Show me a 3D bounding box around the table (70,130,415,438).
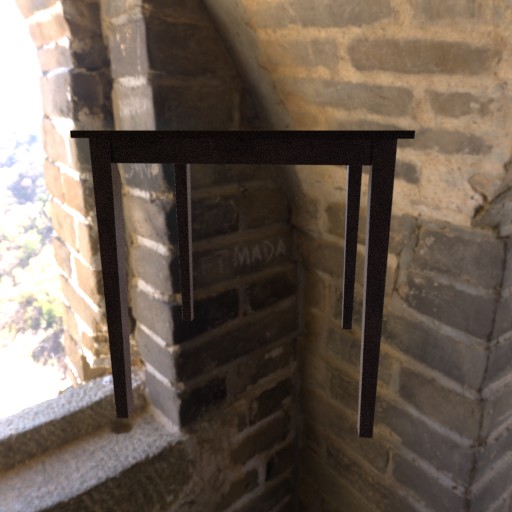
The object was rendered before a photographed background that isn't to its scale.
[{"bbox_3d":[0.000,0.000,1.411,0.749,0.770,0.749,2,16,7],"label":"table"}]
